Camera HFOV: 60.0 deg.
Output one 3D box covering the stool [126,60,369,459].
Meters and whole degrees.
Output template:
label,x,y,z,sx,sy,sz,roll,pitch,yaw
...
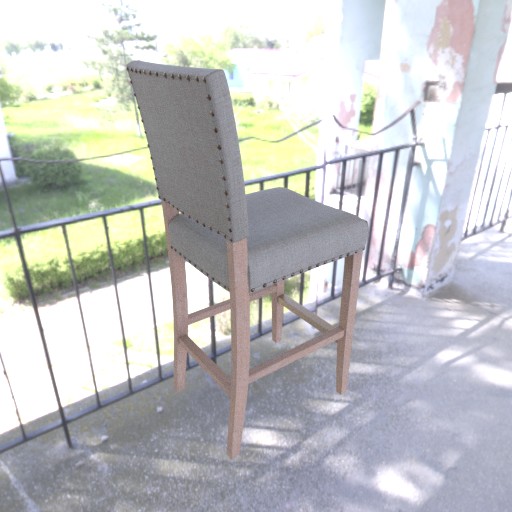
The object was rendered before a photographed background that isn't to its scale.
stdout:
label,x,y,z,sx,sy,sz,roll,pitch,yaw
stool,0.000,0.000,1.453,0.585,1.173,0.445,-18,32,-32
